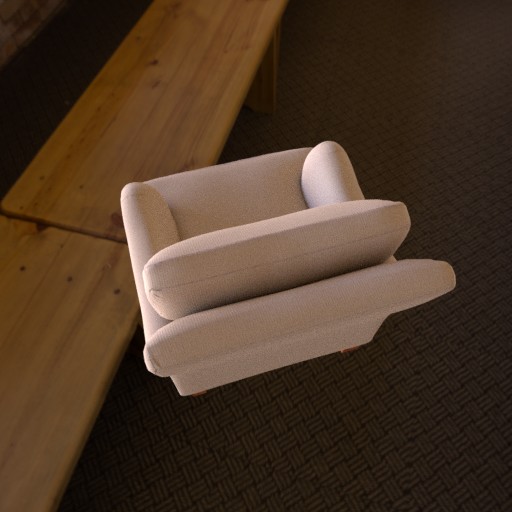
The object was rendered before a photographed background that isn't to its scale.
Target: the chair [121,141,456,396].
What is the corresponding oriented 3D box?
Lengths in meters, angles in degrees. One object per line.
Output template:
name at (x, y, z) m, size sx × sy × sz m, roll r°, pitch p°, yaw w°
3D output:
chair at (0.000, 0.000, 1.824) m, size 0.955 × 1.038 × 1.070 m, roll -14°, pitch 59°, yaw -9°
